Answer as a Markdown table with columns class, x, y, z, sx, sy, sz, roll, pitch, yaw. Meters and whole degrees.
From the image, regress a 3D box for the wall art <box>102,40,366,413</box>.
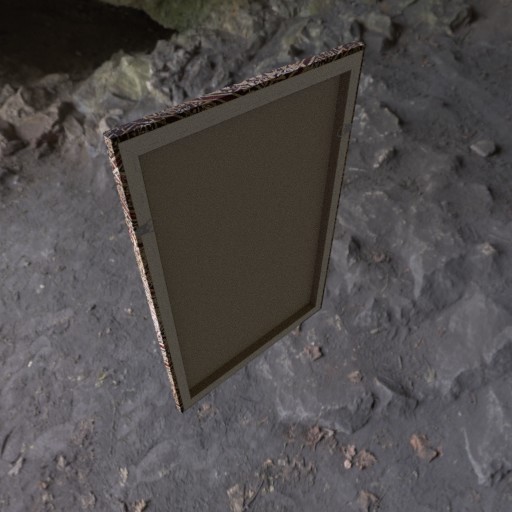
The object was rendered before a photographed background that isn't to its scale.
| class | x | y | z | sx | sy | sz | roll | pitch | yaw |
| --- | --- | --- | --- | --- | --- | --- | --- | --- | --- |
| wall art | 0.000 | 0.000 | 0.749 | 0.397 | 0.599 | 0.020 | -31 | 53 | -28 |
